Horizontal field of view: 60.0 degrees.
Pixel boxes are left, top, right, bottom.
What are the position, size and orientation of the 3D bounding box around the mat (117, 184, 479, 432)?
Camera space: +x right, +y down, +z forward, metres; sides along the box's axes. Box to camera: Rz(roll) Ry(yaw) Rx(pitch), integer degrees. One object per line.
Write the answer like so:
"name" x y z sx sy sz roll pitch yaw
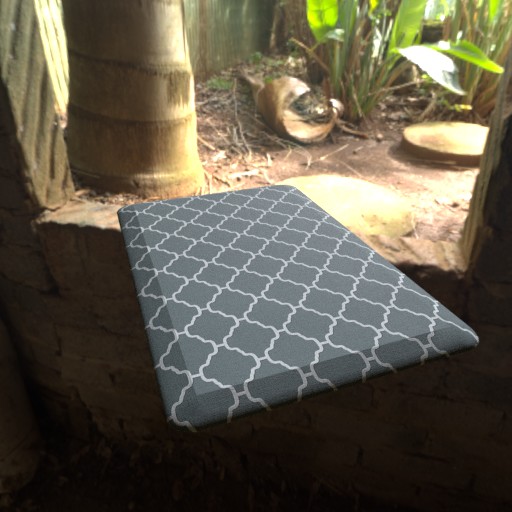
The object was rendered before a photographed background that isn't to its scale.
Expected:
"mat" 0.000 0.000 0.932 0.508 0.021 0.762 -10 31 -18
